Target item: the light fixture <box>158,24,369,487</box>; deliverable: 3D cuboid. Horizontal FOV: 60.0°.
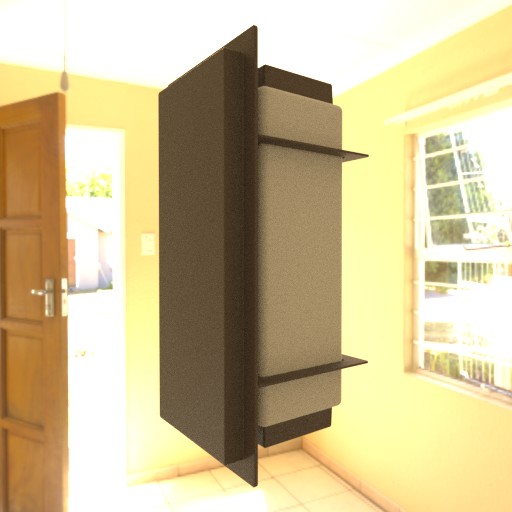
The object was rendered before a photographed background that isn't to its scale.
[{"bbox_3d":[0.000,0.000,0.425,0.146,0.347,0.153,-1,1,-36],"label":"light fixture"}]
